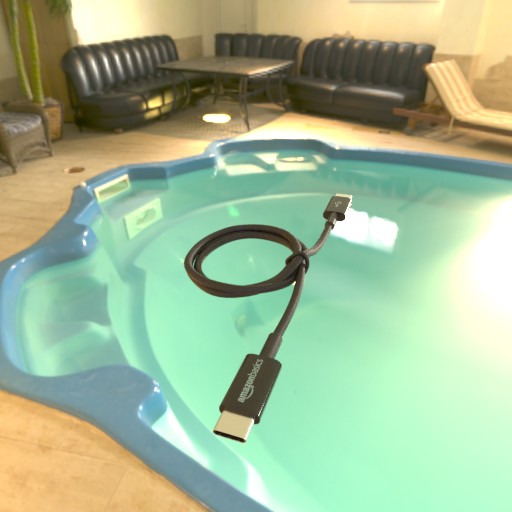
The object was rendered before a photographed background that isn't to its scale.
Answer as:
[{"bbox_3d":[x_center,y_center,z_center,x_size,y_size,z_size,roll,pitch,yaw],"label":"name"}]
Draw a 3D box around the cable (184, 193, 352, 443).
[{"bbox_3d":[0.000,0.000,0.226,0.070,0.014,0.203,10,32,16],"label":"cable"}]
